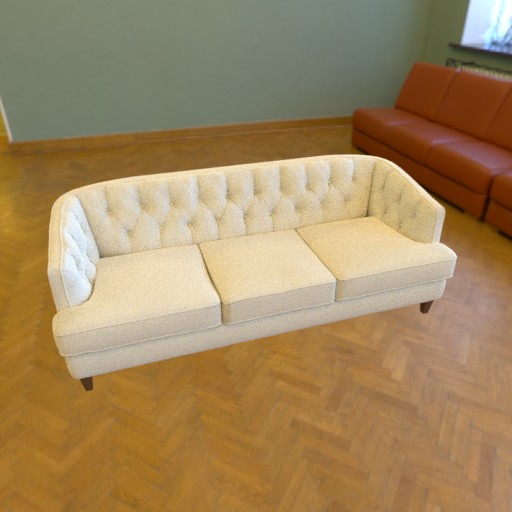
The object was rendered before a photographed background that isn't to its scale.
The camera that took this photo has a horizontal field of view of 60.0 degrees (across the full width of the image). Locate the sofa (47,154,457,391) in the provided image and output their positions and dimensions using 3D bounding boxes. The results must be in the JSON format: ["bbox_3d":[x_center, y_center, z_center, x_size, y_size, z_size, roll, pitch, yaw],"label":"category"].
[{"bbox_3d":[0.000,0.000,2.718,2.278,0.855,0.941,-10,33,-15],"label":"sofa"}]
